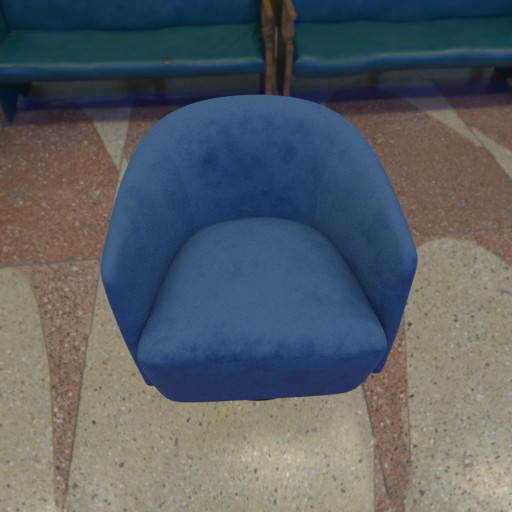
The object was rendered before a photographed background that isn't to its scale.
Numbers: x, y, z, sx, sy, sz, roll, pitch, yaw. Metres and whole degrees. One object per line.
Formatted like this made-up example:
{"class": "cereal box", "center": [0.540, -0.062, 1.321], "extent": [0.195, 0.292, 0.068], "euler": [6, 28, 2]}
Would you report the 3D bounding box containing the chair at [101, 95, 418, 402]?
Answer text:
{"class": "chair", "center": [0.000, 0.000, 1.382], "extent": [0.773, 0.698, 0.767], "euler": [-2, 48, -2]}
